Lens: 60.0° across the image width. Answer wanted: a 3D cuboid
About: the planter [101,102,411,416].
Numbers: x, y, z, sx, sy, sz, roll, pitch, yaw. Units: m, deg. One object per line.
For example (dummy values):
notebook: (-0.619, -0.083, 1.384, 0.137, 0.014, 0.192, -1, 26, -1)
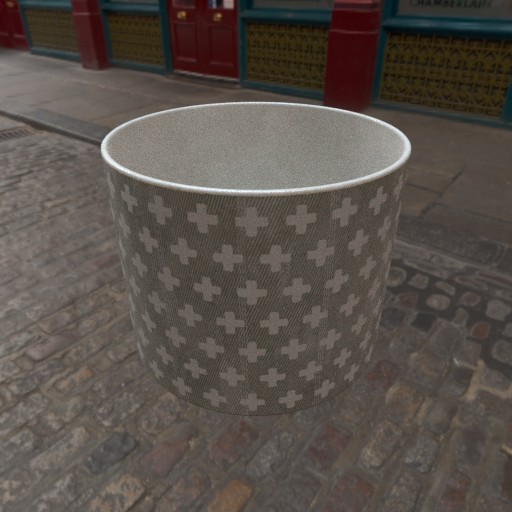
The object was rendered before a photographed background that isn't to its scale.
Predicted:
planter: (0.000, 0.000, 0.433, 0.250, 0.239, 0.250, 0, 31, 0)
